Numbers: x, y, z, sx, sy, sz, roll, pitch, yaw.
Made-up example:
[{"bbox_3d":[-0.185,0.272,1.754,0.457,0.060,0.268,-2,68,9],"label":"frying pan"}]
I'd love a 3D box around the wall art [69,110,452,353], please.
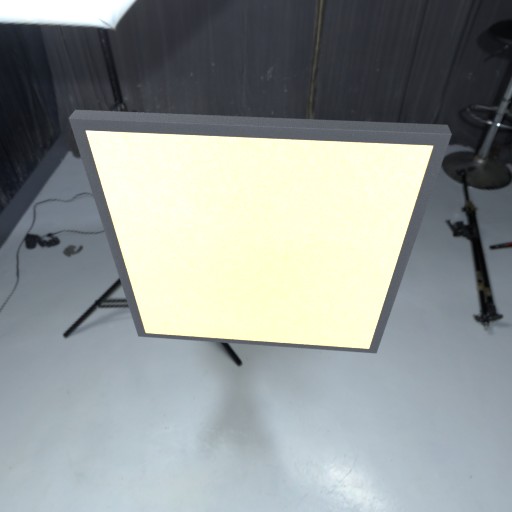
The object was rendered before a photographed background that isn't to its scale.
[{"bbox_3d":[0.000,0.000,1.158,0.762,0.760,0.037,3,45,3],"label":"wall art"}]
